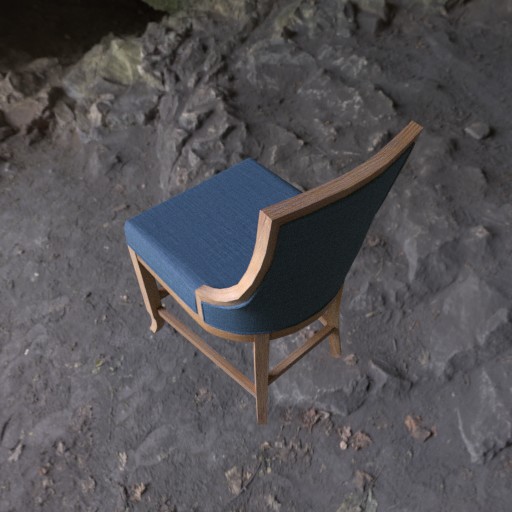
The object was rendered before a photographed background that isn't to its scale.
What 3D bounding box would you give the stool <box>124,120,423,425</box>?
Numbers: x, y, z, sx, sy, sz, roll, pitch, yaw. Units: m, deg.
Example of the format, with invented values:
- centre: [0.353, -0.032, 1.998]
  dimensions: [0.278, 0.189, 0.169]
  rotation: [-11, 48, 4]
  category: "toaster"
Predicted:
- centre: [0.000, 0.000, 1.311]
  dimensions: [0.524, 0.938, 0.626]
  rotation: [-33, 55, -27]
  category: "stool"
